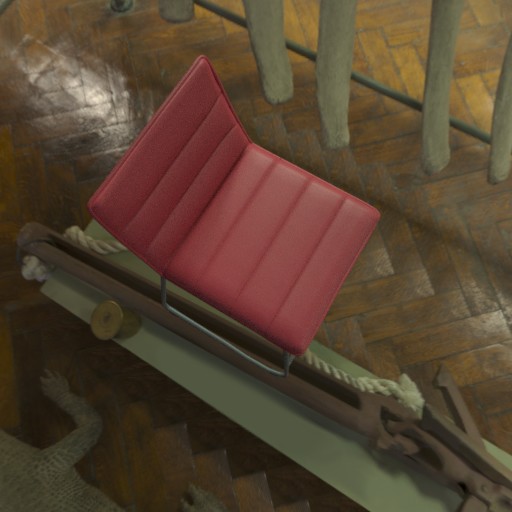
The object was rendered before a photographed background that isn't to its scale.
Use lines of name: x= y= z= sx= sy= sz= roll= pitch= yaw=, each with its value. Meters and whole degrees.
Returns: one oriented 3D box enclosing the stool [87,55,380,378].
stool: x=0.000 y=0.000 z=1.235 sx=0.524 sy=0.937 sz=0.489 roll=30 pitch=77 yaw=8
